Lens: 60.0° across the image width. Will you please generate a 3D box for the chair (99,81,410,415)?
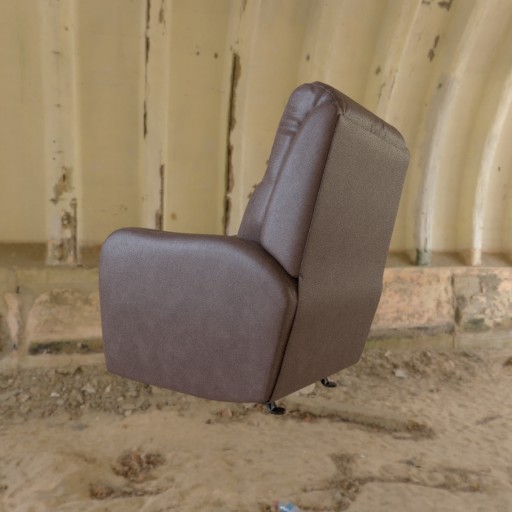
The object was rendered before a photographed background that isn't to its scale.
[{"bbox_3d":[0.000,0.000,1.821,1.067,1.067,0.865,0,0,36],"label":"chair"}]
